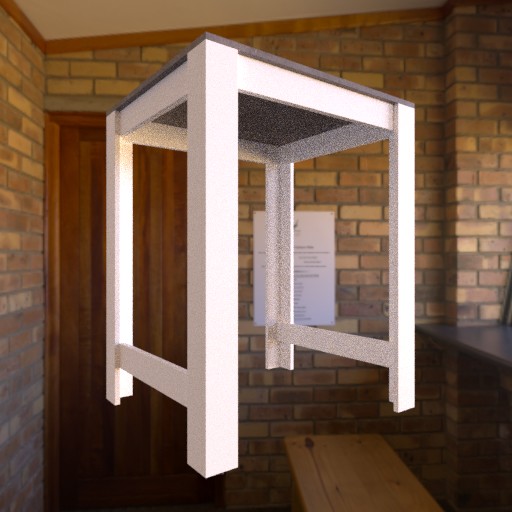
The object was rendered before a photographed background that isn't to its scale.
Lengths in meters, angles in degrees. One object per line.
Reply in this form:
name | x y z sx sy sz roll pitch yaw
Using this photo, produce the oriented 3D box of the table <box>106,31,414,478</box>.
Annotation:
table | 0.000 0.000 1.525 0.800 1.020 0.700 0 0 -36
